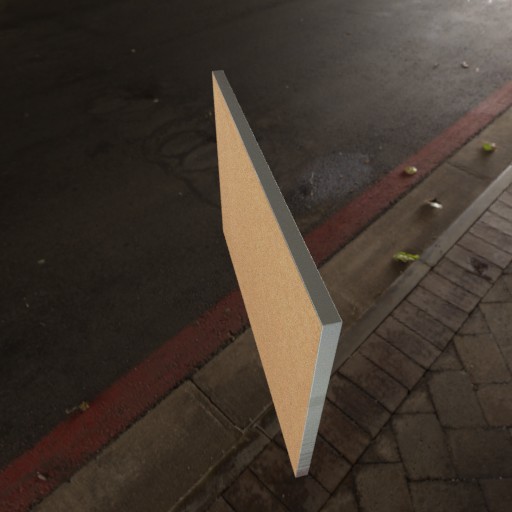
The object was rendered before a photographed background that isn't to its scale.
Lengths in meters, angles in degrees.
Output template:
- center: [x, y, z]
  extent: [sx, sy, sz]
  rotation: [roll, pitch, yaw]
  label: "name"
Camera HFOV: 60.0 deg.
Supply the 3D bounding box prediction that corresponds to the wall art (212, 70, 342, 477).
- center: [0.000, 0.000, 0.783]
  extent: [0.021, 0.410, 0.615]
  rotation: [-10, 46, -10]
  label: "wall art"
